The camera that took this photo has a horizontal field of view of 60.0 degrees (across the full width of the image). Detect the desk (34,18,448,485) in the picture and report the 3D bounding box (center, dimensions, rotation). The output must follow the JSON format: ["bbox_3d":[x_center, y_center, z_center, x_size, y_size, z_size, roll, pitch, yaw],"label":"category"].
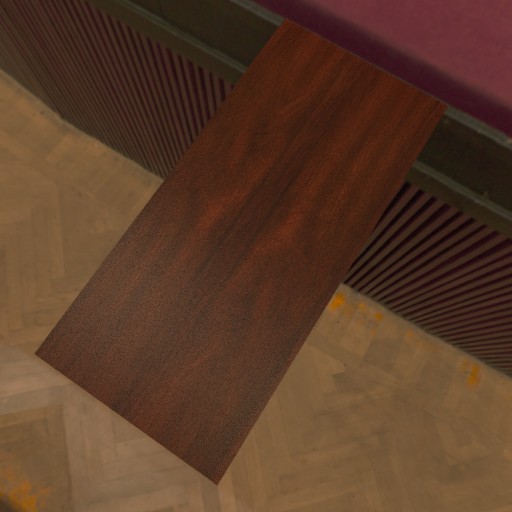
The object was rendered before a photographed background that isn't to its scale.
[{"bbox_3d":[0.000,0.000,2.081,0.734,1.031,1.577,32,78,8],"label":"desk"}]
